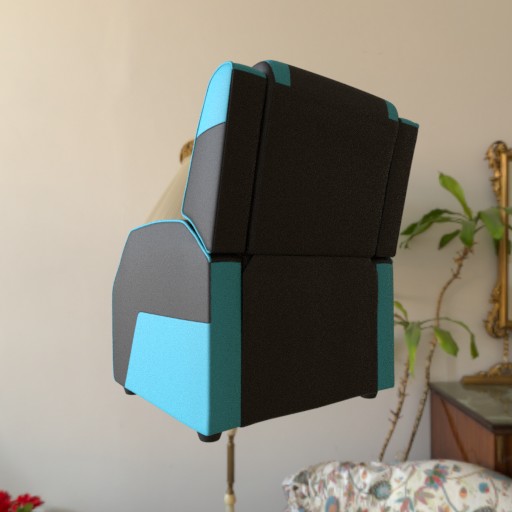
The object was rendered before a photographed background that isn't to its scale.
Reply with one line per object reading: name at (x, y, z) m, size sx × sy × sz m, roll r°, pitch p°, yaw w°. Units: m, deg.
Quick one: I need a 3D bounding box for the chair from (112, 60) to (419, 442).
chair at (0.000, 0.000, 1.268) m, size 0.620 × 0.805 × 0.672 m, roll 1°, pitch -2°, yaw -37°
